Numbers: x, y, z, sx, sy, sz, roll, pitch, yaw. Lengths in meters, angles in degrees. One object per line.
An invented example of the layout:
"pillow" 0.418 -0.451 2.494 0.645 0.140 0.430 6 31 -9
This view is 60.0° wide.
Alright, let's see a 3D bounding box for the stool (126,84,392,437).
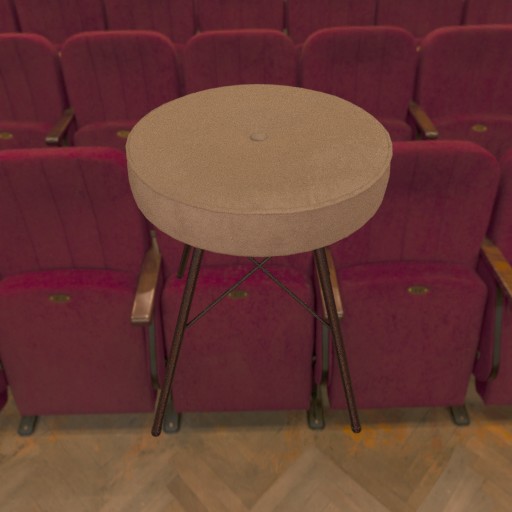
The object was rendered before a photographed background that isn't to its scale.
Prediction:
"stool" 0.000 0.000 0.860 0.423 0.538 0.457 -1 42 -1
